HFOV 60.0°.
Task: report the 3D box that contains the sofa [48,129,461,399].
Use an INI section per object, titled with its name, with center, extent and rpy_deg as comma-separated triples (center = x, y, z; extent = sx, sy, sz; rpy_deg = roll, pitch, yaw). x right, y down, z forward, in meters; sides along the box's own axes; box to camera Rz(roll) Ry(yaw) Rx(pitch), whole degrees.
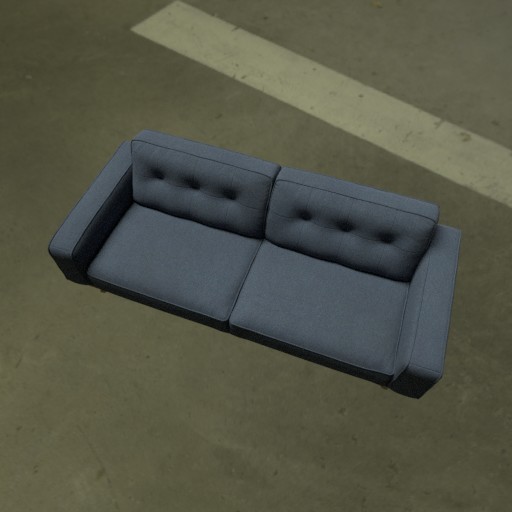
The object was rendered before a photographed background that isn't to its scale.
[sofa]
center = 0.000, 0.000, 2.718
extent = 2.270, 0.782, 0.953
rpy_deg = 17, 59, 11
